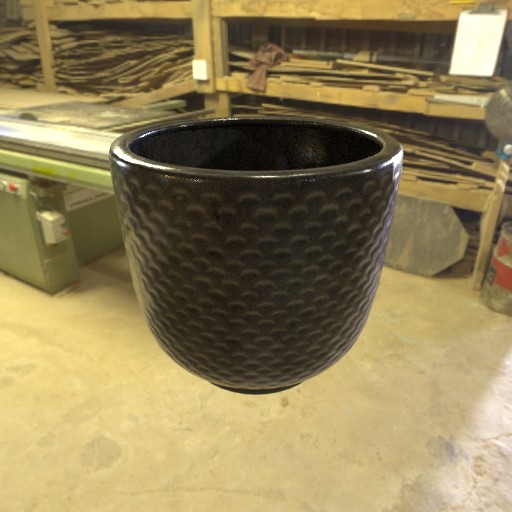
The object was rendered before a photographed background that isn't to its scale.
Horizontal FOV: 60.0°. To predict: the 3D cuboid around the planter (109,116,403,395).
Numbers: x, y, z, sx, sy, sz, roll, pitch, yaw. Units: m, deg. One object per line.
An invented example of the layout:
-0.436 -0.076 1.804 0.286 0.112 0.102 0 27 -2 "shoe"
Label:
0.000 0.000 0.245 0.140 0.129 0.140 0 26 0 "planter"
